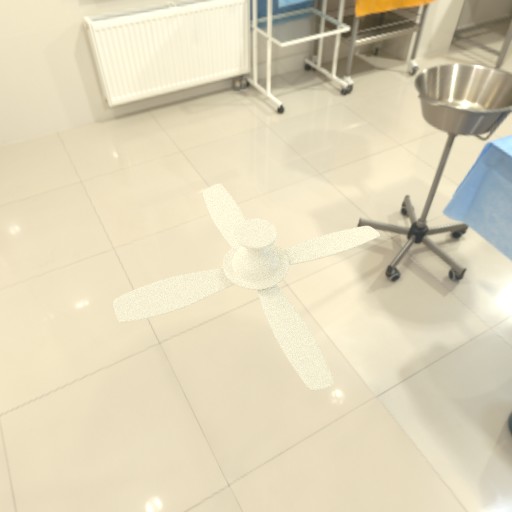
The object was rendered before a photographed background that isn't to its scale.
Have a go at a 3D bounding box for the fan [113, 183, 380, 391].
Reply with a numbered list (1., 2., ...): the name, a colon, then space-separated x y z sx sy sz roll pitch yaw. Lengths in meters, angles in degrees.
1. fan: 0.000 0.000 2.600 1.693 0.382 1.694 -17 49 -15
